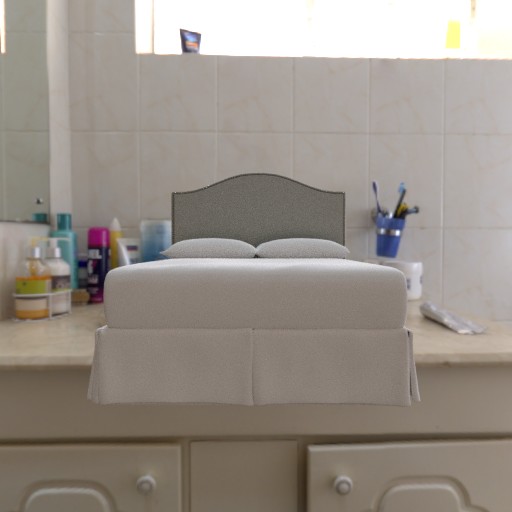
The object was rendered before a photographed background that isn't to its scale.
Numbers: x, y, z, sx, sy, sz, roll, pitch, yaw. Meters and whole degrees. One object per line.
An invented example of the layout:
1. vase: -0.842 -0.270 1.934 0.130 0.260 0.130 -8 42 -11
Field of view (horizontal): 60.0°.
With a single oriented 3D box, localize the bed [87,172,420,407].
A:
1. bed: 0.000 0.000 3.406 1.813 1.607 2.180 0 1 1
